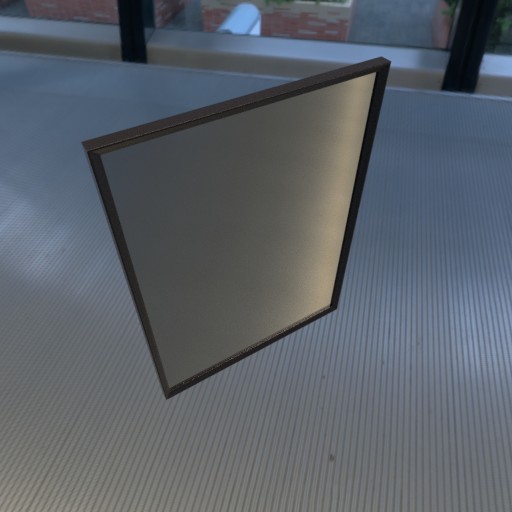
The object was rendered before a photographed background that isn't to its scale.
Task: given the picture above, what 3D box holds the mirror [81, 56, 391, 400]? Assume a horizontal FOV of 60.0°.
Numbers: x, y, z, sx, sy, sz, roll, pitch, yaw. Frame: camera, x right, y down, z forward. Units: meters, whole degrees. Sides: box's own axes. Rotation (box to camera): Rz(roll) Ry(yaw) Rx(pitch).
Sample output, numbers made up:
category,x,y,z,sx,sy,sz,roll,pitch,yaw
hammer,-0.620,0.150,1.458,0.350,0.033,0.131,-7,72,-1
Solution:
category,x,y,z,sx,sy,sz,roll,pitch,yaw
mirror,0.000,0.000,1.339,0.762,1.016,0.041,-24,51,-21
